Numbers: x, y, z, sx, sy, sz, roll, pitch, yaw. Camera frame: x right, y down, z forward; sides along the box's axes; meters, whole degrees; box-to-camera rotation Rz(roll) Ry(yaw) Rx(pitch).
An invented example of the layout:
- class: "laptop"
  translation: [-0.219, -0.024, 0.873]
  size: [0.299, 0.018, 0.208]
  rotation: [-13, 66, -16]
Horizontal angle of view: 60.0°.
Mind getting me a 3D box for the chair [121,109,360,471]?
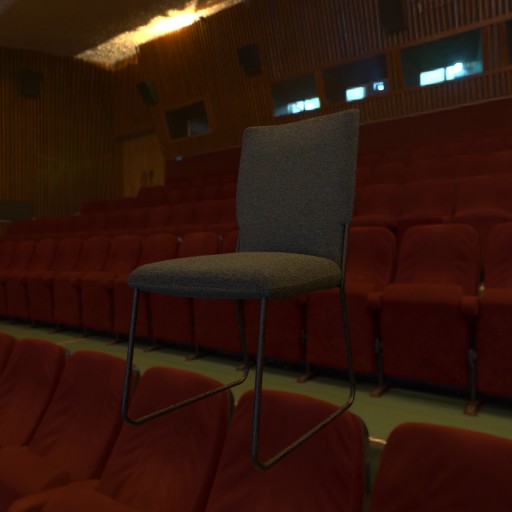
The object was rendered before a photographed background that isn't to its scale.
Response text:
- class: "chair"
  translation: [0.000, 0.000, 1.309]
  size: [0.480, 0.931, 0.635]
  rotation: [1, 1, 35]
